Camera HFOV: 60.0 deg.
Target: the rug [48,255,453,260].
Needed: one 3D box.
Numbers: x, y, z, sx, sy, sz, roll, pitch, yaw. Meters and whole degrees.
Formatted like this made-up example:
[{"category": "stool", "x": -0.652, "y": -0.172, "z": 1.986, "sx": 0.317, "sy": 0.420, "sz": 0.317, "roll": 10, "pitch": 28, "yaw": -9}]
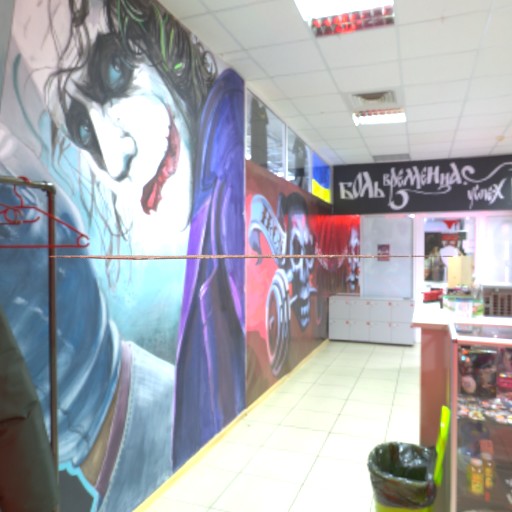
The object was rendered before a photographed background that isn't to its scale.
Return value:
[{"category": "rug", "x": 0.000, "y": 0.000, "z": 2.261, "sx": 1.748, "sy": 0.010, "sz": 1.142, "roll": 0, "pitch": 1, "yaw": -37}]
